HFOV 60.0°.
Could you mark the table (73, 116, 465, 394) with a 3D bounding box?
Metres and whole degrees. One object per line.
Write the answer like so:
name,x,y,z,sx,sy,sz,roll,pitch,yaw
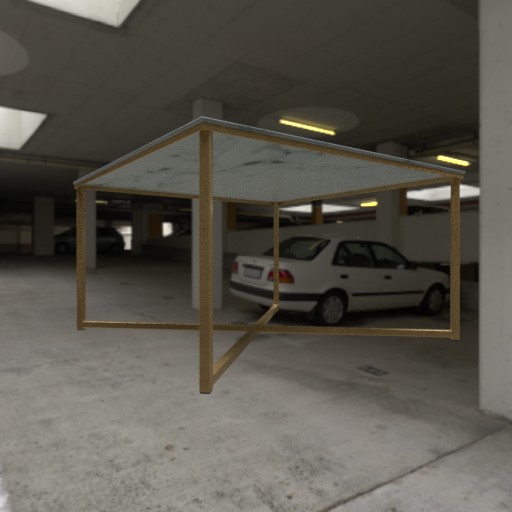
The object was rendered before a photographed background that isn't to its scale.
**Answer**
table,0.000,0.000,1.268,0.800,0.450,0.800,0,0,-36
